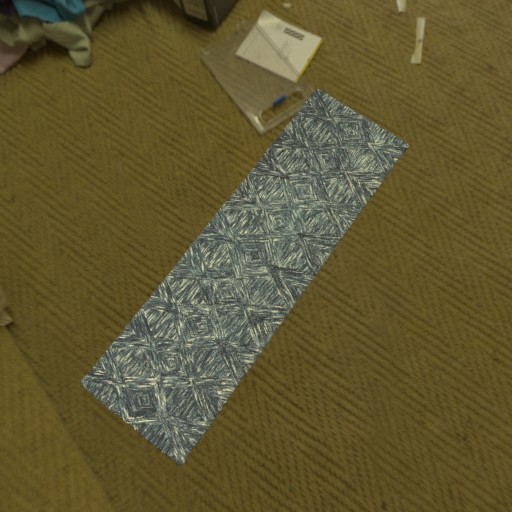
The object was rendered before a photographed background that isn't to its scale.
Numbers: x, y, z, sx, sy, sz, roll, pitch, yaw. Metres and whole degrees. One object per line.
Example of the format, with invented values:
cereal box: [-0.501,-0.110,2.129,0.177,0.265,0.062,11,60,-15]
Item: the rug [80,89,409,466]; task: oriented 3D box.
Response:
rug: [0.000,0.000,2.600,0.719,0.013,2.306,35,78,9]
